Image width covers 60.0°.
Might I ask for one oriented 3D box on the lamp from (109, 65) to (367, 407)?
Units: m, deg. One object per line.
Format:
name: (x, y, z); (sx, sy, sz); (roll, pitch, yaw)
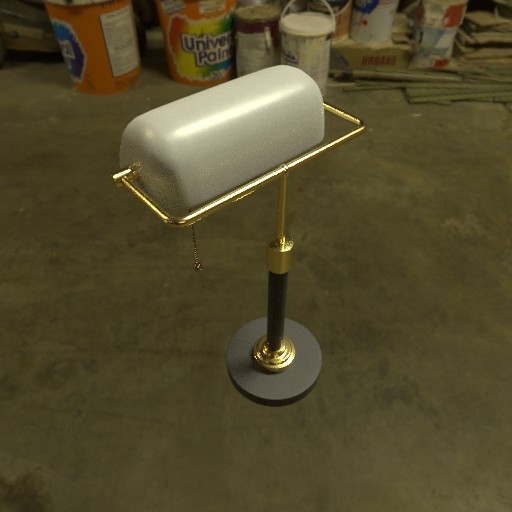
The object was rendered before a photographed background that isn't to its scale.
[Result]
lamp: (0.000, 0.000, 0.558); (0.269, 0.404, 0.227); (-32, 53, -27)
